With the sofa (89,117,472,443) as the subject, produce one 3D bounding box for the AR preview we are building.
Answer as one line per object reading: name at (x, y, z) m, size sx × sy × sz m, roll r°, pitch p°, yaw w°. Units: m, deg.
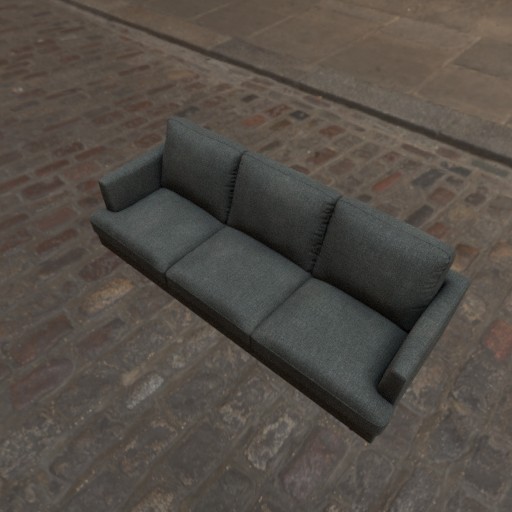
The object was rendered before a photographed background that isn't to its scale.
sofa at (0.000, 0.000, 2.714) m, size 2.246 × 0.930 × 0.903 m, roll 31°, pitch 54°, yaw 26°
